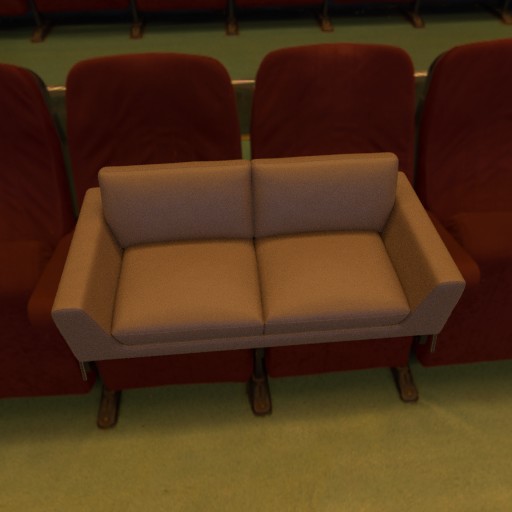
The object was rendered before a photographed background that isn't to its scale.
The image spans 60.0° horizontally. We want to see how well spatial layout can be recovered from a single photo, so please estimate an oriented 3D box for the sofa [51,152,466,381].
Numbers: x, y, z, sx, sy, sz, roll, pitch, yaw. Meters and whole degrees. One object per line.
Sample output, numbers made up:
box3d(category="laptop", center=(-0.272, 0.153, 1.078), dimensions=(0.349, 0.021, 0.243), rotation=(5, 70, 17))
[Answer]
box3d(category="sofa", center=(0.000, 0.000, 2.551), dimensions=(2.017, 0.875, 0.953), rotation=(-4, 45, -4))
